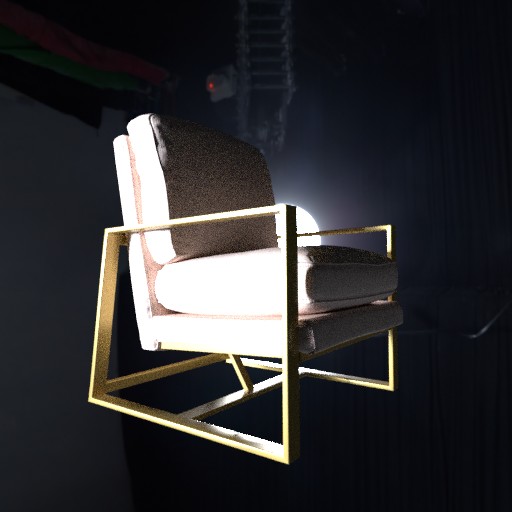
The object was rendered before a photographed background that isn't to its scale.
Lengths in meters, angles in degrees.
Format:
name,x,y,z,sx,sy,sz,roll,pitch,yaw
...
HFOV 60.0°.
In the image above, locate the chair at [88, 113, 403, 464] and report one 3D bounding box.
name,x,y,z,sx,sy,sz,roll,pitch,yaw
chair,0.000,0.000,1.527,0.813,0.956,0.758,-1,-1,36
